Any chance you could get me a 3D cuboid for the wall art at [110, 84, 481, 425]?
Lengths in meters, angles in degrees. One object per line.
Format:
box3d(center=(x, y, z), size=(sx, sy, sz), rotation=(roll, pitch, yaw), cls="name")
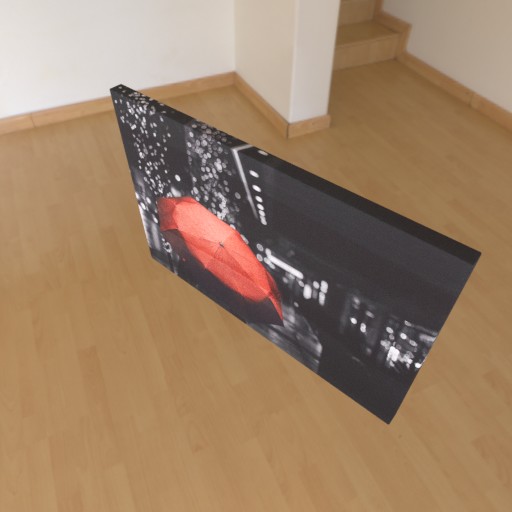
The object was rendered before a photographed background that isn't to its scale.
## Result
box3d(center=(0.000, 0.000, 1.122), size=(0.914, 0.609, 0.038), rotation=(31, 54, 26), cls="wall art")
